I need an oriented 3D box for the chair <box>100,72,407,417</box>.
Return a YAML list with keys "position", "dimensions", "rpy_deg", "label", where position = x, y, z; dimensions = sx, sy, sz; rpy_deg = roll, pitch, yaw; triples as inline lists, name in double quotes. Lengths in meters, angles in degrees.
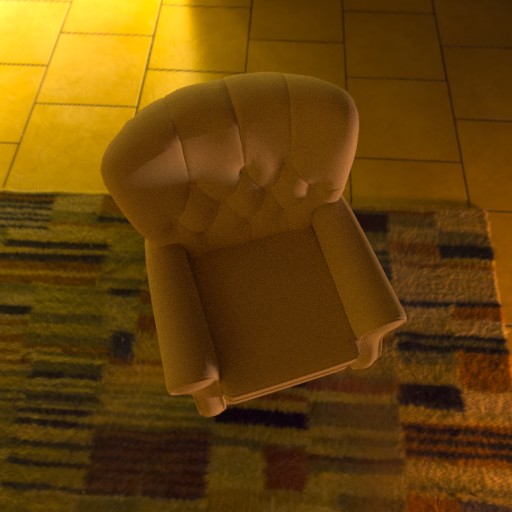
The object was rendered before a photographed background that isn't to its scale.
- position: [0.000, 0.000, 2.011]
  dimensions: [1.035, 1.169, 1.132]
  rpy_deg: [-15, 65, -7]
  label: "chair"
